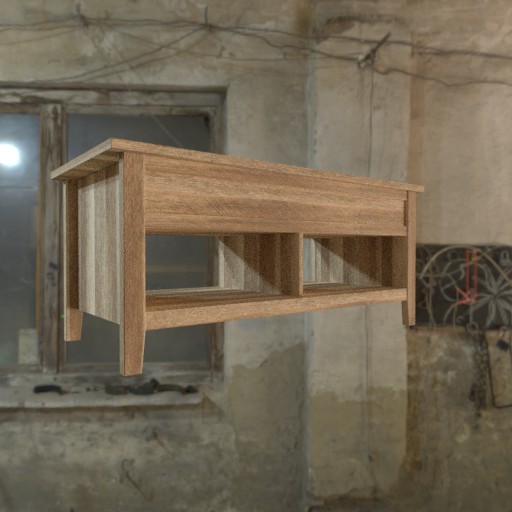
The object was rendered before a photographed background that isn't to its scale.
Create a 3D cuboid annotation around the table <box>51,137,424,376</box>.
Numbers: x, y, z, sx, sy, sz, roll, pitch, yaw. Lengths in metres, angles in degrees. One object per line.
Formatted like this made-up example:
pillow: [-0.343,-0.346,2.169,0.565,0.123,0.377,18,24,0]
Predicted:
table: [0.000,0.000,1.402,1.095,0.480,0.493,-1,1,-37]
